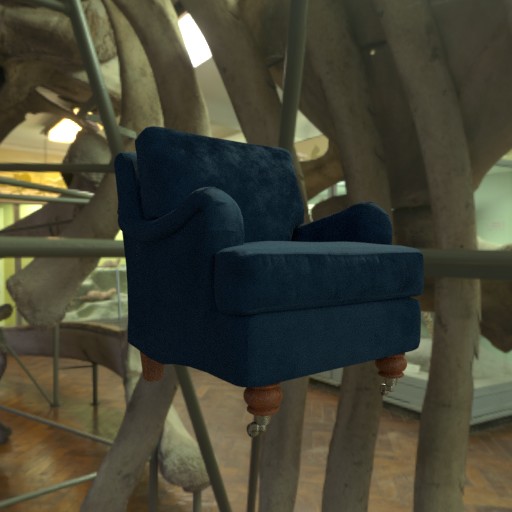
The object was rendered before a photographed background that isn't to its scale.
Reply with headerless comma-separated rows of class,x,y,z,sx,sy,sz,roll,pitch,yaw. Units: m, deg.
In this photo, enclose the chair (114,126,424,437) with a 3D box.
chair,0.000,0.000,1.851,0.895,1.076,1.078,-1,1,-37
